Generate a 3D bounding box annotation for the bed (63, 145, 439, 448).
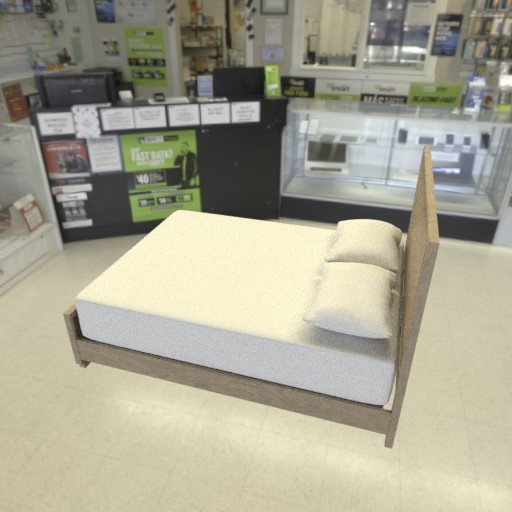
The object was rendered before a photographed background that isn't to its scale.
[{"bbox_3d":[0.000,0.000,3.227,2.189,1.369,1.606,9,31,15],"label":"bed"}]
